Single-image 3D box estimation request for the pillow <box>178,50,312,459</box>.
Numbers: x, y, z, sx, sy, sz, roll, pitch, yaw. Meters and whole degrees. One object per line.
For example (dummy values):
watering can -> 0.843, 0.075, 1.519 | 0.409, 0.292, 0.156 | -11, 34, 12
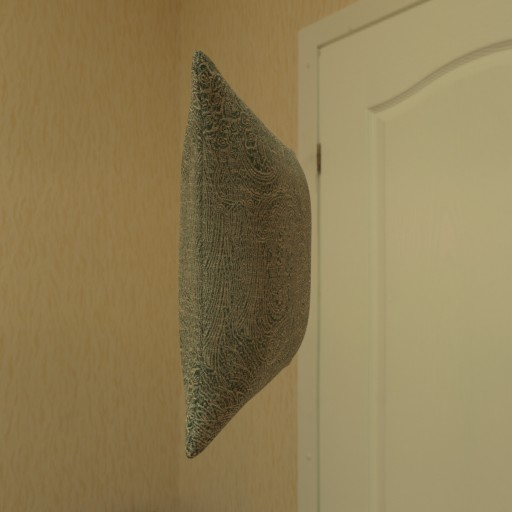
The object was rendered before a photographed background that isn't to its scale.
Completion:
pillow -> 0.000, 0.000, 0.796 | 0.166, 0.507, 0.526 | 0, -1, 17
